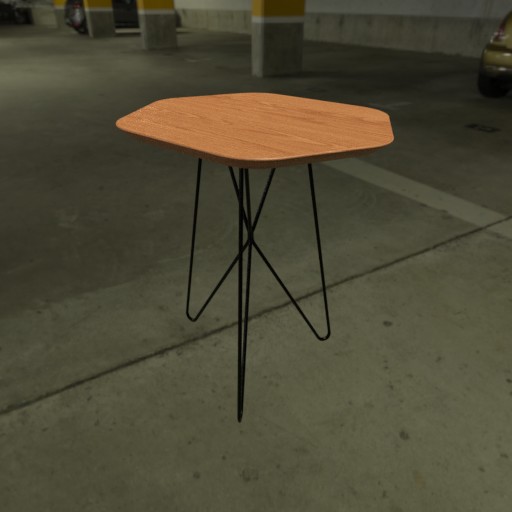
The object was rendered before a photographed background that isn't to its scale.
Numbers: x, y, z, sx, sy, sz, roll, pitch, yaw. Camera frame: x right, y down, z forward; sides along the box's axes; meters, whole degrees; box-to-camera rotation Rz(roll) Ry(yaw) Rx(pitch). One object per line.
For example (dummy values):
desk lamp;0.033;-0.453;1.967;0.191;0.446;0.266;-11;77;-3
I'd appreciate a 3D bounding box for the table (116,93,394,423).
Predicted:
table;0.000;0.000;0.916;0.500;0.562;0.400;22;37;34
